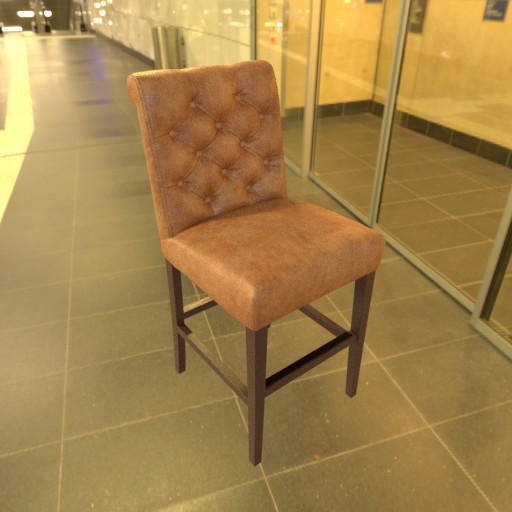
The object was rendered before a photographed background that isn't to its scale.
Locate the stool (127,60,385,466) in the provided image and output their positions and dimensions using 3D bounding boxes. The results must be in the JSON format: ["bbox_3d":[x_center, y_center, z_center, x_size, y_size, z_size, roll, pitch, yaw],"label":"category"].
[{"bbox_3d":[0.000,0.000,1.377,0.493,1.047,0.601,-22,37,-32],"label":"stool"}]
